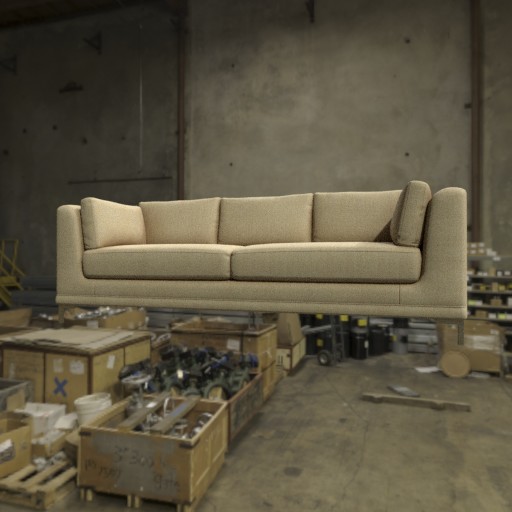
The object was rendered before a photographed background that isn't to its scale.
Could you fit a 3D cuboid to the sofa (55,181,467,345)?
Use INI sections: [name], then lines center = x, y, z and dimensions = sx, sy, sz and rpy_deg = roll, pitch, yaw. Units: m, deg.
[sofa]
center = 0.000, 0.000, 2.920
dimensions = 2.415, 0.867, 0.969
rpy_deg = 0, 0, 18
